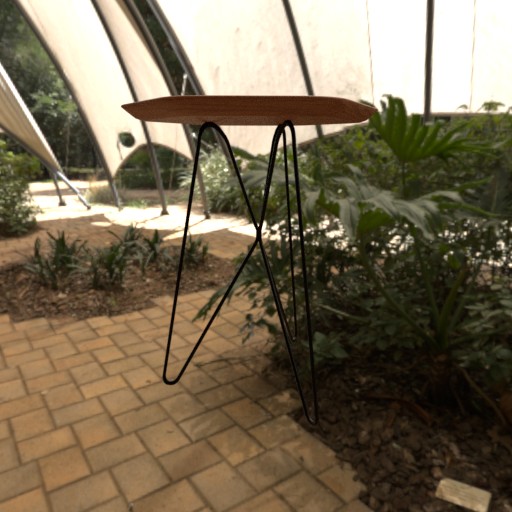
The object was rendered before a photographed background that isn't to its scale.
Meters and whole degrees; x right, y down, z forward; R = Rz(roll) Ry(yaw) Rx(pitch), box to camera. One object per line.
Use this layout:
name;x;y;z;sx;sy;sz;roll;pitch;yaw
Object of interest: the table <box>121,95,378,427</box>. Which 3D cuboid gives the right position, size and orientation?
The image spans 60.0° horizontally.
table;0.000;0.000;0.884;0.400;0.562;0.500;7;16;25
